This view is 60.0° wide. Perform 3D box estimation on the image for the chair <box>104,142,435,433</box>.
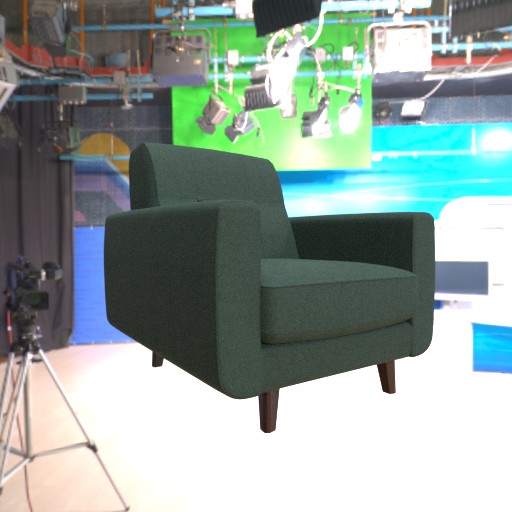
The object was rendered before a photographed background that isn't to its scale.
[{"bbox_3d":[0.000,0.000,1.544,0.831,0.841,0.909,-1,2,-35],"label":"chair"}]
